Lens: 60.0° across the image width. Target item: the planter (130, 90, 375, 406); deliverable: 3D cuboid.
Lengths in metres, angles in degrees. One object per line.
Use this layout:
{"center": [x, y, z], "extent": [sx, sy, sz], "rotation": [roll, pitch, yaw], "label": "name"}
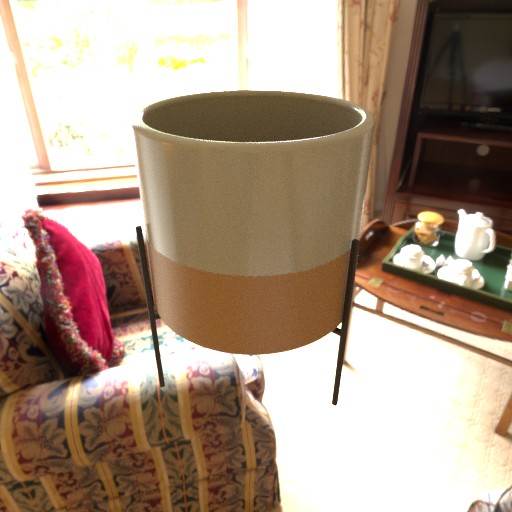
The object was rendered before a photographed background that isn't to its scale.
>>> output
{"center": [0.000, 0.000, 0.754], "extent": [0.360, 0.480, 0.348], "rotation": [21, 37, 32], "label": "planter"}
